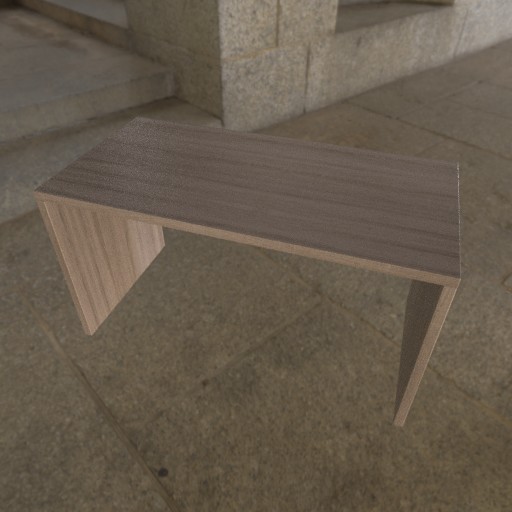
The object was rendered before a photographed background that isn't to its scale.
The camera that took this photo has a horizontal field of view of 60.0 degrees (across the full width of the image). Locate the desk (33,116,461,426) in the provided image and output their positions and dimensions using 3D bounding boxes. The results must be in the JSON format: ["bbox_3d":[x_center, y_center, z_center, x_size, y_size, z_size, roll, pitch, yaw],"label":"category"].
[{"bbox_3d":[0.000,0.000,1.832,1.380,0.745,0.690,12,41,14],"label":"desk"}]
